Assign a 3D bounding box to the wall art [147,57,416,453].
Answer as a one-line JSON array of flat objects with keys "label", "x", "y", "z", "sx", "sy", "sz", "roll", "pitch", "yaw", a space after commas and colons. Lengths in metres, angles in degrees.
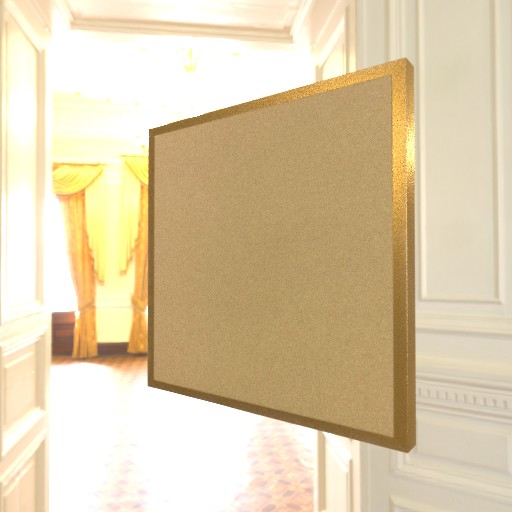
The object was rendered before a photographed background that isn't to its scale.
[{"label": "wall art", "x": 0.000, "y": 0.000, "z": 0.735, "sx": 0.510, "sy": 0.509, "sz": 0.033, "roll": -1, "pitch": -1, "yaw": 37}]
